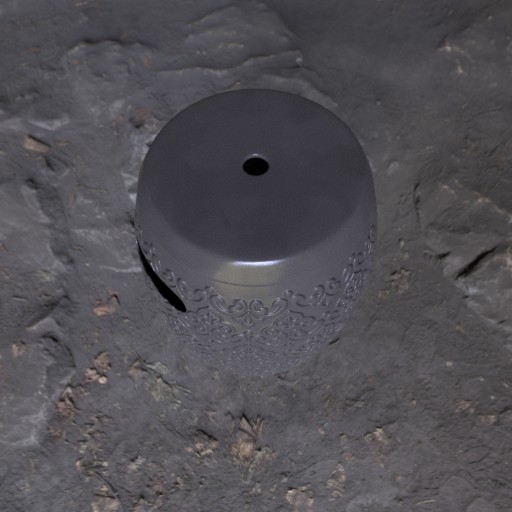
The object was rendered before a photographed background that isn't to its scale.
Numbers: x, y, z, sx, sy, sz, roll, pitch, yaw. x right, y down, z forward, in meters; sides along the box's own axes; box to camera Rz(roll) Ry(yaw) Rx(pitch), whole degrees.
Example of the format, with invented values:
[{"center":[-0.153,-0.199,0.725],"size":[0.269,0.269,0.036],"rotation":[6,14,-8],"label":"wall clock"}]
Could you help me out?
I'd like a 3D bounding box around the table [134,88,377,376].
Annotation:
[{"center":[0.000,0.000,0.629],"size":[0.309,0.397,0.309],"rotation":[0,61,0],"label":"table"}]
